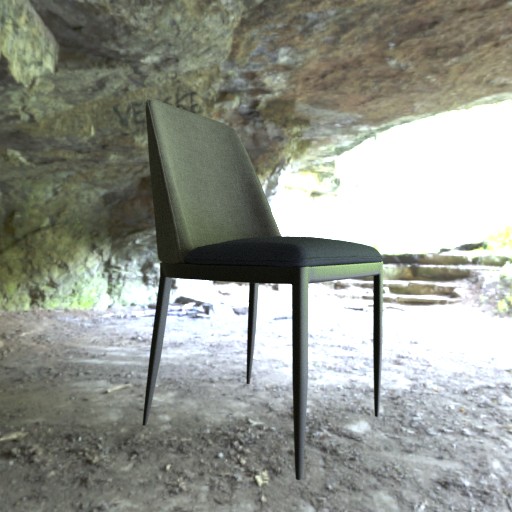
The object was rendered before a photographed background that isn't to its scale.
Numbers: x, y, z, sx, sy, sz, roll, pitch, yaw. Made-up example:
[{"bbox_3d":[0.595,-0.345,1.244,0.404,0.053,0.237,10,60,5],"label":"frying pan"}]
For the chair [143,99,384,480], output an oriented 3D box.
[{"bbox_3d":[0.000,0.000,1.166,0.550,0.855,0.488,1,1,37],"label":"chair"}]
